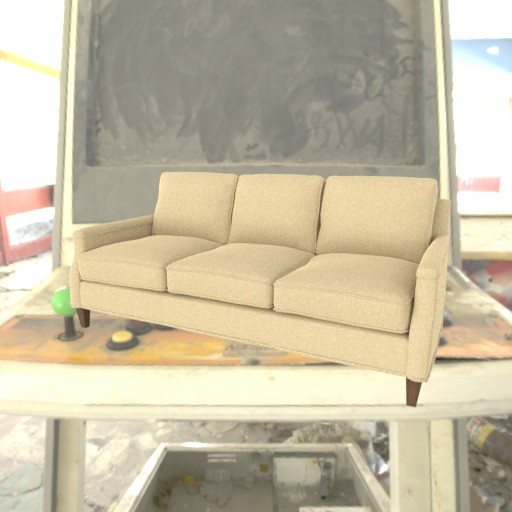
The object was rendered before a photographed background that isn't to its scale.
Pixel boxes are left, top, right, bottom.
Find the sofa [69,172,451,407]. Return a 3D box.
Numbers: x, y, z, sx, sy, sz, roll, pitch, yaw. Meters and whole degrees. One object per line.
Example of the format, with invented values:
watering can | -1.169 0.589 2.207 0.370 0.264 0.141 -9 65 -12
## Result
sofa | 0.000 0.000 2.825 2.246 1.003 1.084 7 15 26
